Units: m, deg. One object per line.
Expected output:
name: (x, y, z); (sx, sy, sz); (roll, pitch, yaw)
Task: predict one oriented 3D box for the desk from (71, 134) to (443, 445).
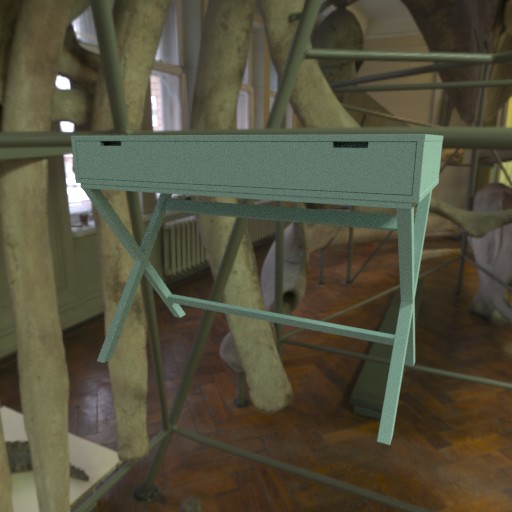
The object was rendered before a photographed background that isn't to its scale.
desk: (0.000, 0.000, 1.492); (1.059, 0.780, 0.509); (7, 16, 26)
